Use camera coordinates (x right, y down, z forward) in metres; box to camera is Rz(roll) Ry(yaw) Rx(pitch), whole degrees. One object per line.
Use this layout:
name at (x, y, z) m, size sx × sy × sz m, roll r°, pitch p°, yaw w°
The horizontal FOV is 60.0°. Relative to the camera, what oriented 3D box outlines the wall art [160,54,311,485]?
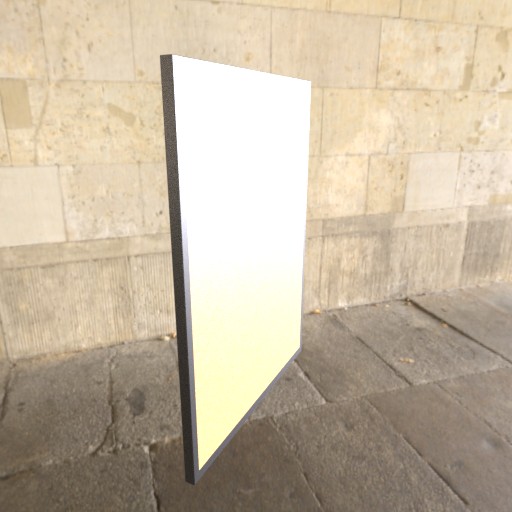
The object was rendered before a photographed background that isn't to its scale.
wall art at (0.000, 0.000, 1.333) m, size 0.030 × 1.027 × 0.774 m, roll 9°, pitch 19°, yaw 25°
